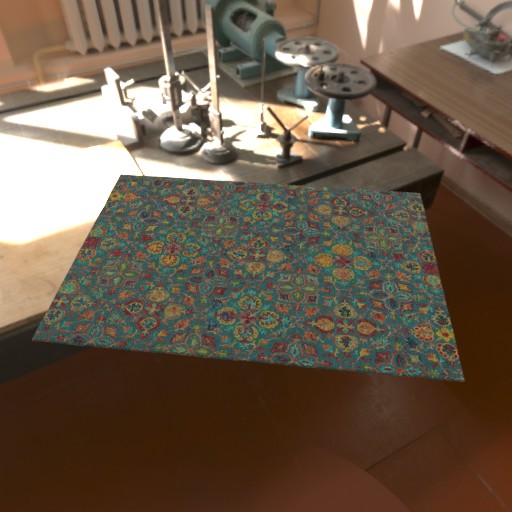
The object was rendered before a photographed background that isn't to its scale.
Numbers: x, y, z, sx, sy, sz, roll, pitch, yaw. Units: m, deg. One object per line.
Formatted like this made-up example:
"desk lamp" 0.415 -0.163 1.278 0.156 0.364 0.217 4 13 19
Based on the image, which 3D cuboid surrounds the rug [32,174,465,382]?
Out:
"rug" 0.000 0.000 2.844 2.290 0.016 1.527 4 46 4
